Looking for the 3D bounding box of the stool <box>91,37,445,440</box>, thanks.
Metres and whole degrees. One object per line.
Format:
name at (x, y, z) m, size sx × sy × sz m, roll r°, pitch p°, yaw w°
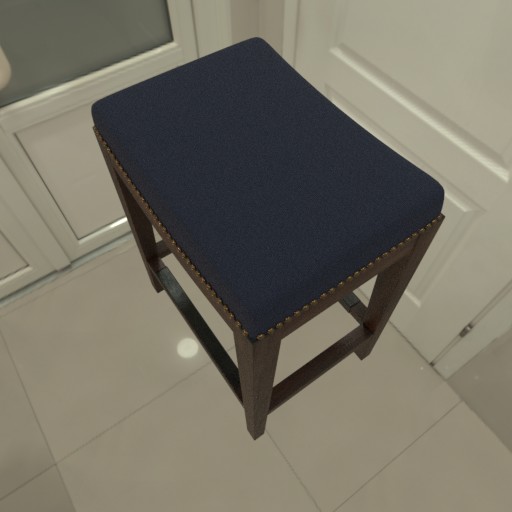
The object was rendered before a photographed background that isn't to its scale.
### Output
stool at (0.000, 0.000, 0.927) m, size 0.361 × 0.642 × 0.500 m, roll -31°, pitch 62°, yaw -18°
